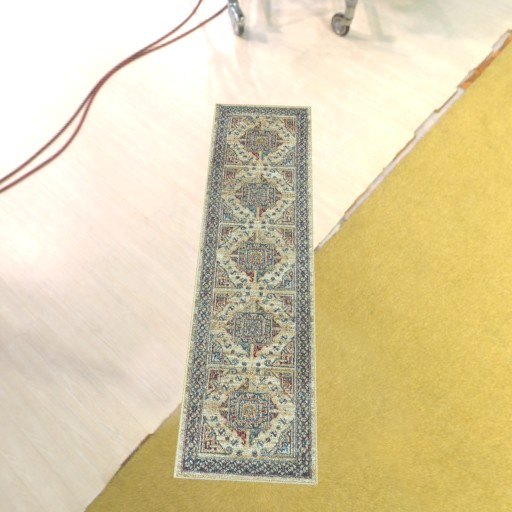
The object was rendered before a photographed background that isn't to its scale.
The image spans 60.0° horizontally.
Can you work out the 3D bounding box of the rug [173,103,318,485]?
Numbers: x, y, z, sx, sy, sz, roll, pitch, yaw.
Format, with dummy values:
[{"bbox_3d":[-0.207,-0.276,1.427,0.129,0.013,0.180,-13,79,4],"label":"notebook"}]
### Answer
[{"bbox_3d":[0.000,0.000,2.530,0.661,0.013,2.297,2,64,1],"label":"rug"}]
